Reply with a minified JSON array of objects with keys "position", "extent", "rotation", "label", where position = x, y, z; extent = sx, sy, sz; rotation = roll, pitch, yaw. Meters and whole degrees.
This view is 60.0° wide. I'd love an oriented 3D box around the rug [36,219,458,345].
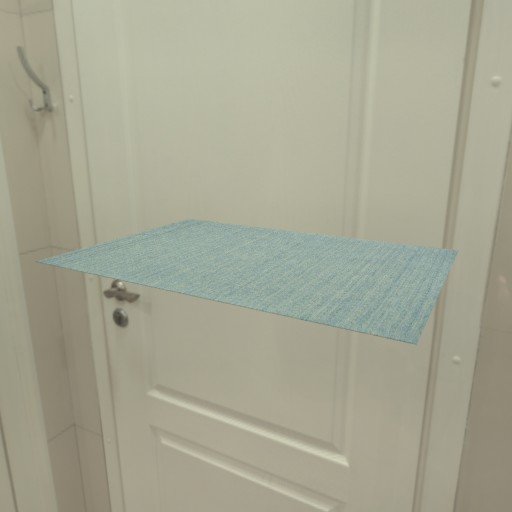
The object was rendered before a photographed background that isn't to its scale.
[{"position":[0.000,0.000,3.670],"extent":[2.895,0.006,1.982],"rotation":[9,18,28],"label":"rug"}]
